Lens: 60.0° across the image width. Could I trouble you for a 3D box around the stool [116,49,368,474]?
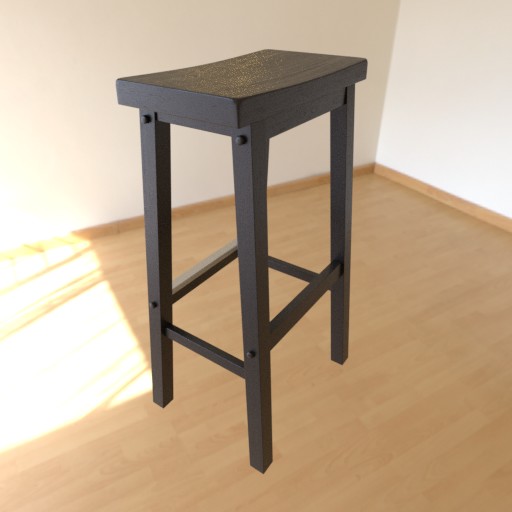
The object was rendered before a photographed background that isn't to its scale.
[{"bbox_3d":[0.000,0.000,0.936,0.322,0.742,0.406,20,37,29],"label":"stool"}]
